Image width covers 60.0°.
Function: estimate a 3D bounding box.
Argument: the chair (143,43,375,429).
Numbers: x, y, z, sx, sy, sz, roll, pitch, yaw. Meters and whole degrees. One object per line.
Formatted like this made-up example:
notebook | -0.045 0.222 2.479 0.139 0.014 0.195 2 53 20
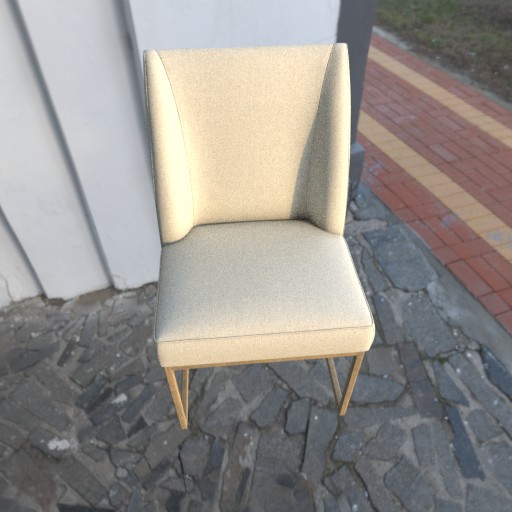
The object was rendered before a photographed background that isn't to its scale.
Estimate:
chair | 0.000 0.000 1.141 0.508 0.863 0.522 -4 46 -4
